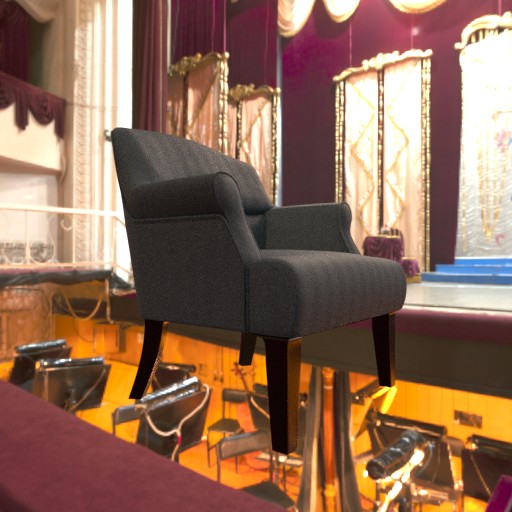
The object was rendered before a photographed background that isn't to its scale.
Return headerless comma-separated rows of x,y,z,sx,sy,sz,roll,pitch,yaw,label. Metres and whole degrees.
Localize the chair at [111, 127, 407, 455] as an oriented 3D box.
0.000,0.000,1.440,0.754,0.878,0.770,-1,-1,37,chair
